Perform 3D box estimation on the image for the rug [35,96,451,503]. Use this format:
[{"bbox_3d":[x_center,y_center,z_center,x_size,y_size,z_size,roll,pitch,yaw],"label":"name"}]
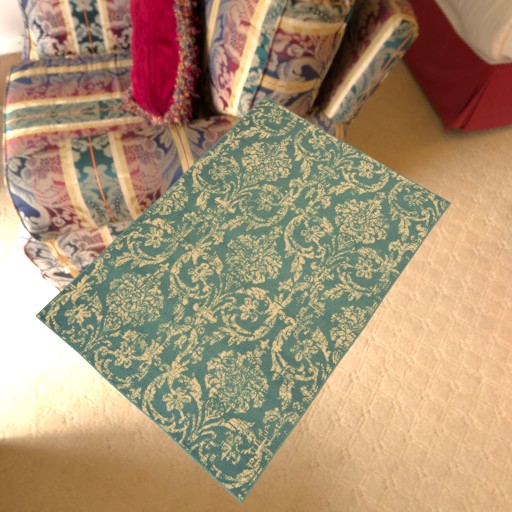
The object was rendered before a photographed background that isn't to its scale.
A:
[{"bbox_3d":[0.000,0.000,2.755,1.554,0.012,2.205,35,69,16],"label":"rug"}]
